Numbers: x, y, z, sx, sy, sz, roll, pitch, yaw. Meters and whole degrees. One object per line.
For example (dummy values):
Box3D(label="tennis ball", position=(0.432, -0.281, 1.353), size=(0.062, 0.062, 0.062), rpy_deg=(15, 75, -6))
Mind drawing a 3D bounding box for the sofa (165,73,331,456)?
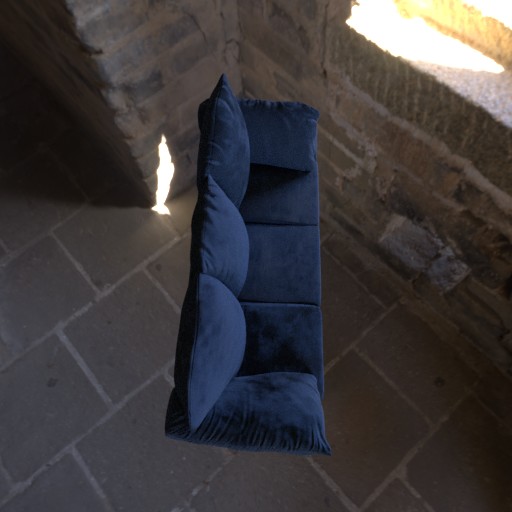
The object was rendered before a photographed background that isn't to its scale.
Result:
Box3D(label="sofa", position=(0.000, 0.000, 2.934), size=(0.907, 1.091, 2.390), rpy_deg=(2, 66, 1))
